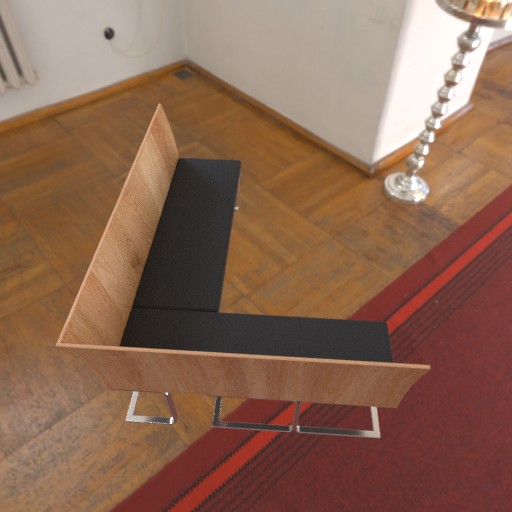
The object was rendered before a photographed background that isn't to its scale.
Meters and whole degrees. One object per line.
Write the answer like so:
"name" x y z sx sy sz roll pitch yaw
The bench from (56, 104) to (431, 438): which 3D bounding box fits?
"bench" 0.000 0.000 2.754 1.495 0.930 1.945 3 48 3
